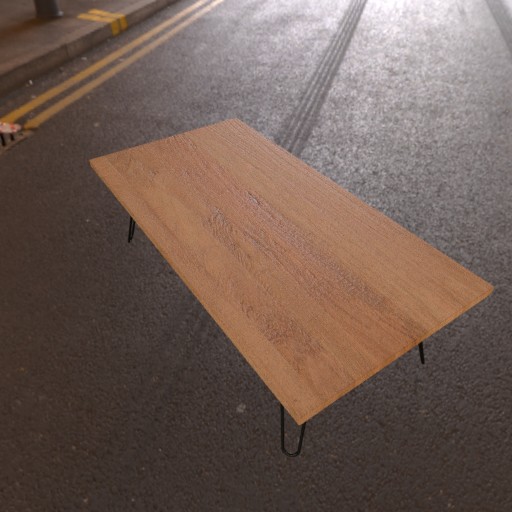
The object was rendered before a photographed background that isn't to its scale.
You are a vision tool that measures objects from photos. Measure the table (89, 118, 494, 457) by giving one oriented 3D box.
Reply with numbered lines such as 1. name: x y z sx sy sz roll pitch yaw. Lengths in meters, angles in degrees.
1. table: 0.000 0.000 1.644 0.699 0.400 1.348 -25 47 -25
